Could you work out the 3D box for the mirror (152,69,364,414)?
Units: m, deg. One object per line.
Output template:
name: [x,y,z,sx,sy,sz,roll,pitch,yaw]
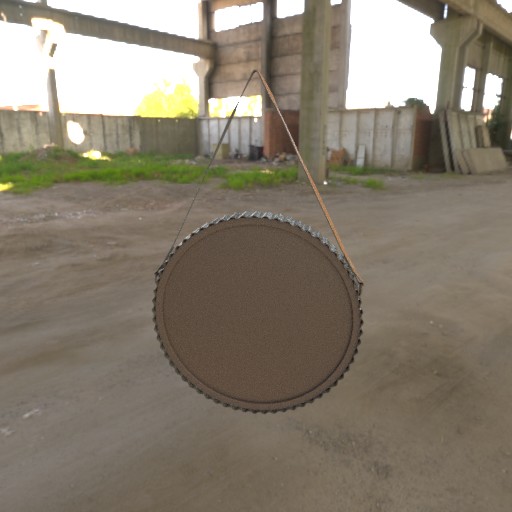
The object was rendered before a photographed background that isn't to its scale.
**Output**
mirror: [0.000,0.000,0.727,0.355,0.568,0.042,2,16,8]
